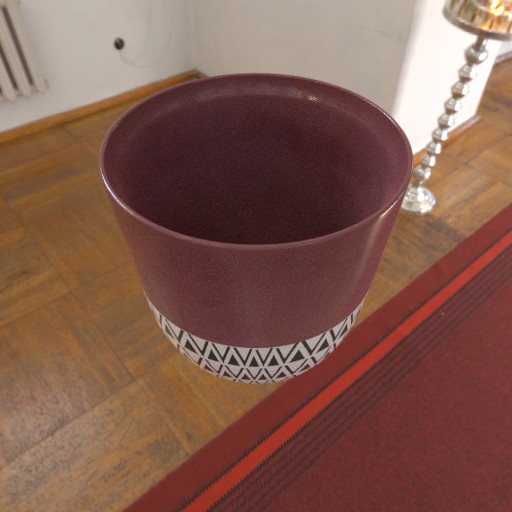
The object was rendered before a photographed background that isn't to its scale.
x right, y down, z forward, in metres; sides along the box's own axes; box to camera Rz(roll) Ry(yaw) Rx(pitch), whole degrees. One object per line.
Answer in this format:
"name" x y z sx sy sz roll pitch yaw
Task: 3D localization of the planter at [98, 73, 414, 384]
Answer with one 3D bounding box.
"planter" 0.000 0.000 0.358 0.195 0.214 0.195 0 46 0
